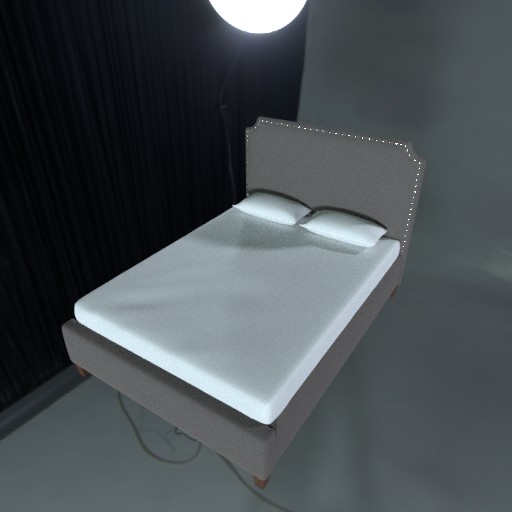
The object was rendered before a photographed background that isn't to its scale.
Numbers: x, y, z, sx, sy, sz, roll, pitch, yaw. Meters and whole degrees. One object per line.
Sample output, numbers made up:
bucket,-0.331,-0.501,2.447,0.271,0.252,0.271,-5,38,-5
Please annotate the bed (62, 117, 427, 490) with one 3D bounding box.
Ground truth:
bed,0.000,0.000,3.374,1.713,1.443,2.372,19,36,28
